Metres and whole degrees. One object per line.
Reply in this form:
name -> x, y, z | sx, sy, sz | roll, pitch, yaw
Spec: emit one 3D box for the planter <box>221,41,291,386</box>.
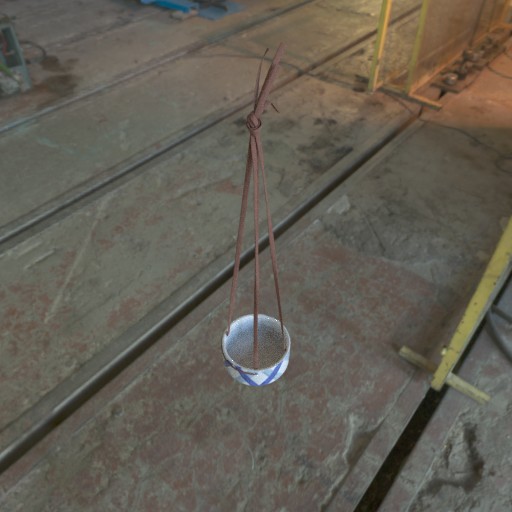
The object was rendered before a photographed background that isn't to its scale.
planter -> 0.000, 0.000, 0.841 | 0.166, 0.751, 0.166 | -4, 46, -4
